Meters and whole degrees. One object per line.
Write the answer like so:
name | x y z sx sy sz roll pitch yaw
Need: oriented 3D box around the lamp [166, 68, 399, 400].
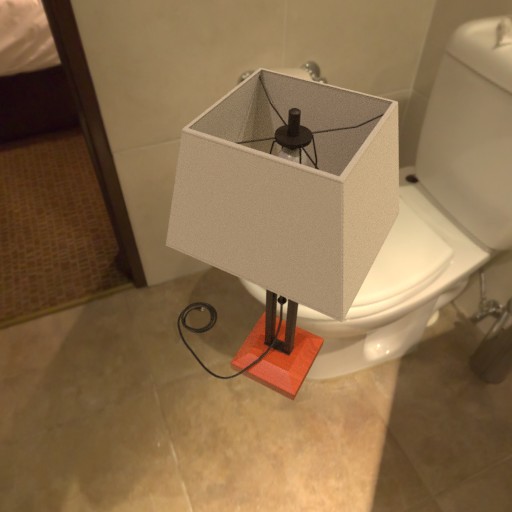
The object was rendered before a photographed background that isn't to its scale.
lamp | 0.000 0.000 0.978 0.498 0.737 0.310 23 51 20
